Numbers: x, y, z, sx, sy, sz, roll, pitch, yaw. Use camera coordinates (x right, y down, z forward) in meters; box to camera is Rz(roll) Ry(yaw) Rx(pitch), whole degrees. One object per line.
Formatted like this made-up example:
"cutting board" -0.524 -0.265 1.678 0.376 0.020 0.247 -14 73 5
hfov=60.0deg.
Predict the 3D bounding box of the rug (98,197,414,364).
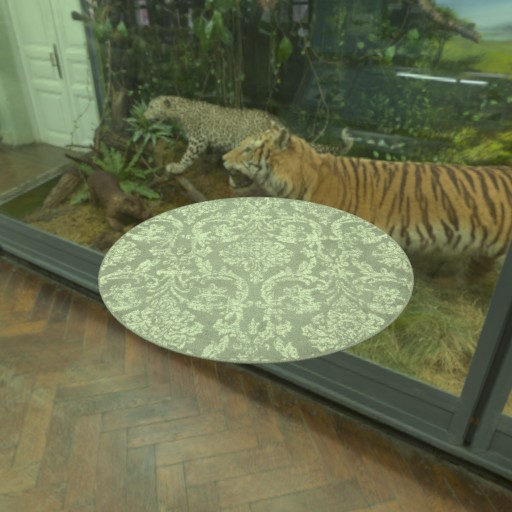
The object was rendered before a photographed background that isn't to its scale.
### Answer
"rug" 0.000 0.000 2.340 1.593 0.012 1.593 0 30 0
